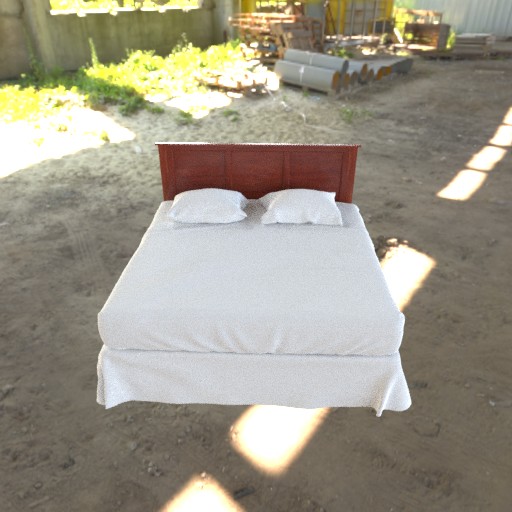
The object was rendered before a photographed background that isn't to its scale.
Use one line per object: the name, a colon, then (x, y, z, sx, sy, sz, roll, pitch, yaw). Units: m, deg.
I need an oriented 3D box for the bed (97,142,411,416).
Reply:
bed: (0.000, 0.000, 3.683, 2.314, 1.271, 2.219, 1, 30, 2)
